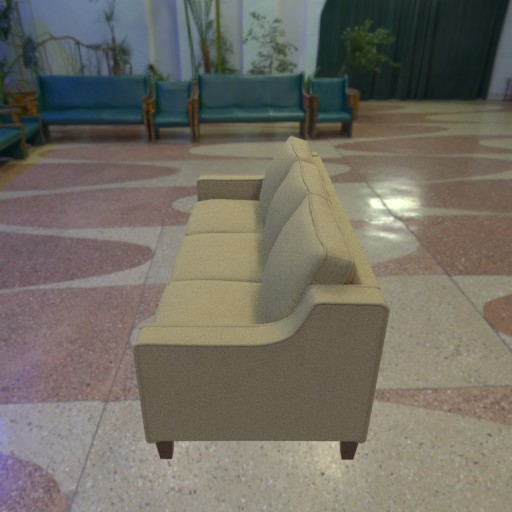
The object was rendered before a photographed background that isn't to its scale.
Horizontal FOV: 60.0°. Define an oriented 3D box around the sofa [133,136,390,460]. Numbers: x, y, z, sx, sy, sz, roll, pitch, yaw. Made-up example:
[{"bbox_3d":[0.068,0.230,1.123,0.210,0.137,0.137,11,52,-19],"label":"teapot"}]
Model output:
[{"bbox_3d":[0.000,0.000,2.516,0.911,0.974,1.986,0,28,0],"label":"sofa"}]
